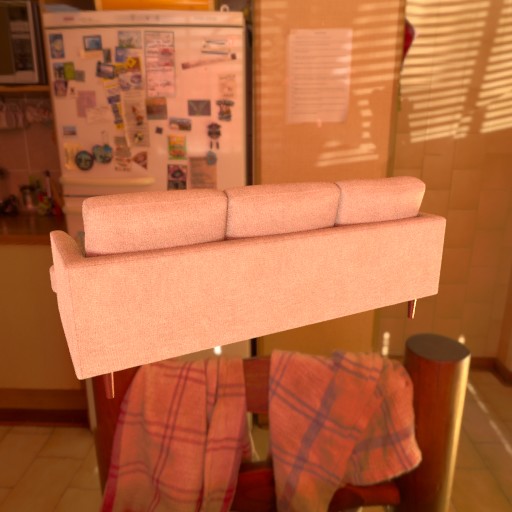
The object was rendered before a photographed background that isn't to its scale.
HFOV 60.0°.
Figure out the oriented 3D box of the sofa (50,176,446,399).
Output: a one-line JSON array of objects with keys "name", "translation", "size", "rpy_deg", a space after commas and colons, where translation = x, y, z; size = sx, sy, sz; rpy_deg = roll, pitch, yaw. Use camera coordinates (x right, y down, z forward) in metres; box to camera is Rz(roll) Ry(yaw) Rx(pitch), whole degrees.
[{"name": "sofa", "translation": [0.000, 0.000, 2.692], "size": [2.246, 0.930, 0.903], "rpy_deg": [-8, 18, -27]}]
